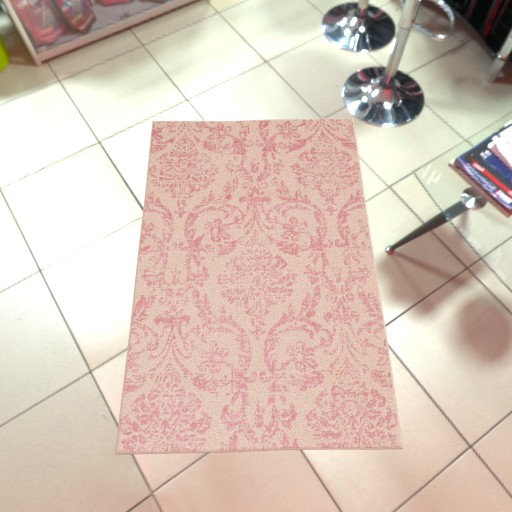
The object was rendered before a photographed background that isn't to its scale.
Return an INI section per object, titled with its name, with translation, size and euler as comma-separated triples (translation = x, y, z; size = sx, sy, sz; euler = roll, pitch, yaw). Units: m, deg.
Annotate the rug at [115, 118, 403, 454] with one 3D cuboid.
[rug]
translation = 0.000, 0.000, 2.274
size = 1.219, 0.012, 1.839
euler = -1, 64, 0
